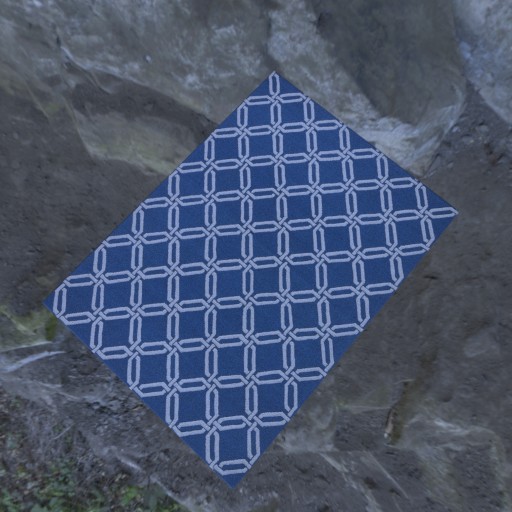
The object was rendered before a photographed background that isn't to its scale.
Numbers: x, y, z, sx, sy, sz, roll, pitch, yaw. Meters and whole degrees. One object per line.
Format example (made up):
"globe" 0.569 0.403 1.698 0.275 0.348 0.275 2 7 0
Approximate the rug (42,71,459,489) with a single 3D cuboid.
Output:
"rug" 0.000 0.000 4.280 2.432 0.018 3.342 41 79 9
